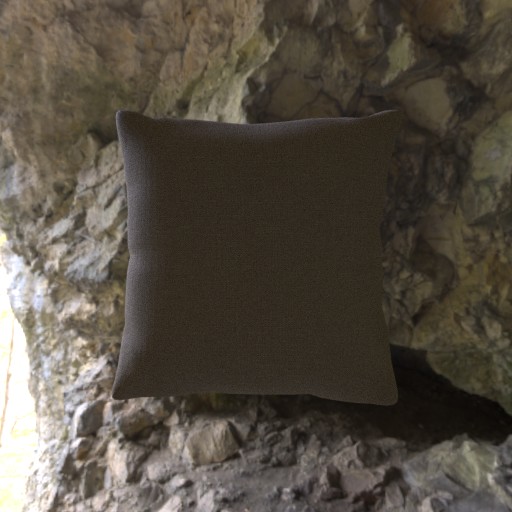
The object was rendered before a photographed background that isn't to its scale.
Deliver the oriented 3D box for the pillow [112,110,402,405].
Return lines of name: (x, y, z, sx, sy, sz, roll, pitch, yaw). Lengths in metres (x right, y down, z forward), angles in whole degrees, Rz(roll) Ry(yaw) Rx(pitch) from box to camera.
pillow: (0.000, 0.000, 0.664, 0.429, 0.436, 0.159, 0, -1, 1)
